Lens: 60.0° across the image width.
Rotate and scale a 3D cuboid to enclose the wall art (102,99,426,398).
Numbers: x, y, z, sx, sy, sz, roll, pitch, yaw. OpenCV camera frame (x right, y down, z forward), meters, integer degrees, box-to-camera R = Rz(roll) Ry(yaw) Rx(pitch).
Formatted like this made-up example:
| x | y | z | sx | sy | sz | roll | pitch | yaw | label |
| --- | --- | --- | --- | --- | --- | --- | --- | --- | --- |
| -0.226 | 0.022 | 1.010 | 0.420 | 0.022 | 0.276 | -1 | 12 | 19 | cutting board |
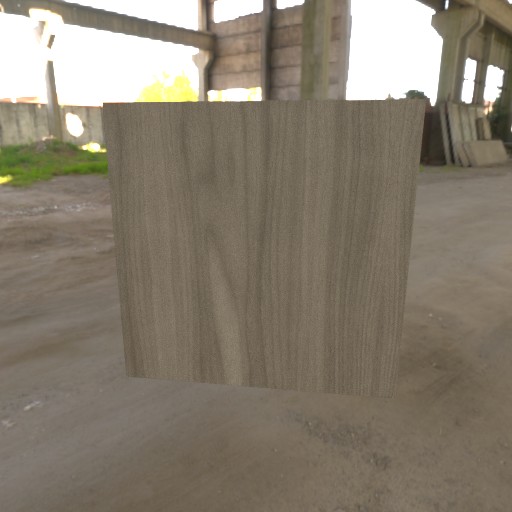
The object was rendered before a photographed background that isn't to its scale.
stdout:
| x | y | z | sx | sy | sz | roll | pitch | yaw | label |
| --- | --- | --- | --- | --- | --- | --- | --- | --- | --- |
| 0.000 | 0.000 | 0.766 | 0.508 | 0.507 | 0.016 | 2 | 17 | 8 | wall art |
